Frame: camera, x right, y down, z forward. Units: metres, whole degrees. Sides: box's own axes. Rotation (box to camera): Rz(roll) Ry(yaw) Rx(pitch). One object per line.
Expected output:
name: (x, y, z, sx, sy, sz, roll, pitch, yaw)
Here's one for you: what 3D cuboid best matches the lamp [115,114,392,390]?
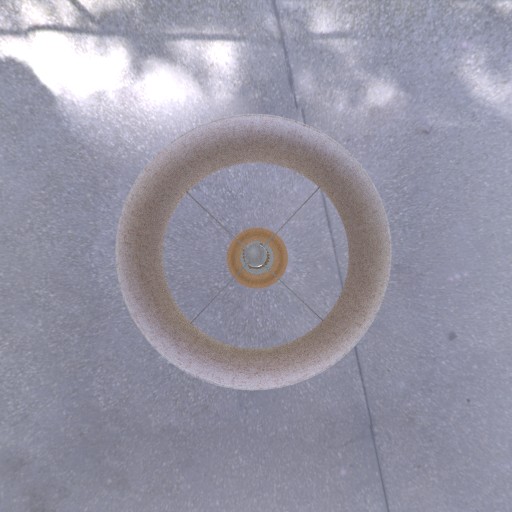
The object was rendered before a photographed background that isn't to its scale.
lamp: (0.000, 0.000, 0.819, 0.321, 0.610, 0.321, 0, 89, 1)
